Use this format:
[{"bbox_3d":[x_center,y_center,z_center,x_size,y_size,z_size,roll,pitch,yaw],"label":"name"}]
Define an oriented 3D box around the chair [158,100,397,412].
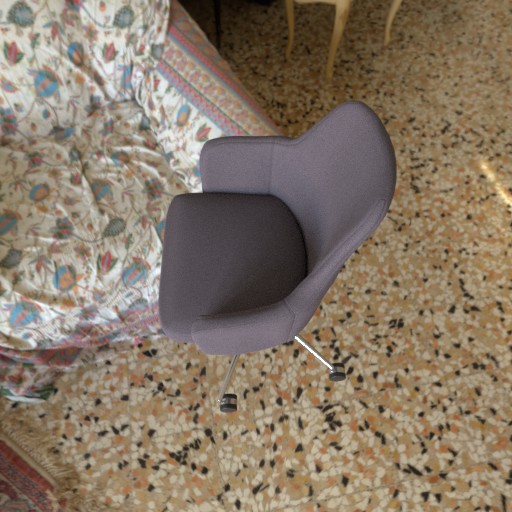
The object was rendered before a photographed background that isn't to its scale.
[{"bbox_3d":[0.000,0.000,1.236,0.600,0.820,0.655,-2,58,-1],"label":"chair"}]
